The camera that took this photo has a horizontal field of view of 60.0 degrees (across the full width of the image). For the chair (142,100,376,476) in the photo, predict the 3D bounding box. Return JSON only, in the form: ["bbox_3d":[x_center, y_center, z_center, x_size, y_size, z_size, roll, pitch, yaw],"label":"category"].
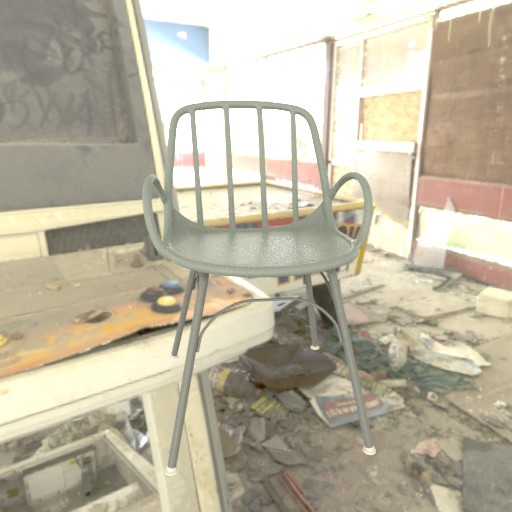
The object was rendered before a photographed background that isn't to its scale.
[{"bbox_3d":[0.000,0.000,1.175,0.549,0.816,0.597,-2,16,-8],"label":"chair"}]
